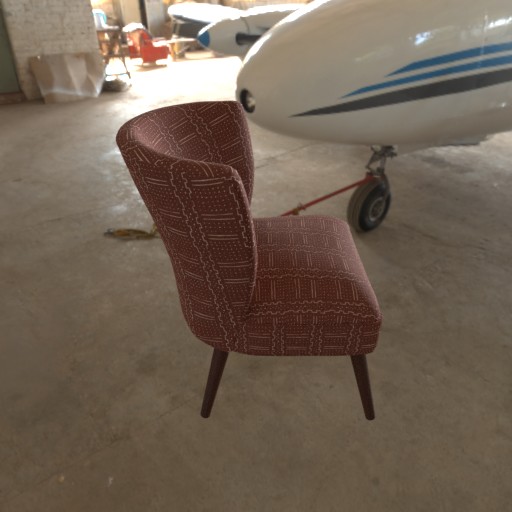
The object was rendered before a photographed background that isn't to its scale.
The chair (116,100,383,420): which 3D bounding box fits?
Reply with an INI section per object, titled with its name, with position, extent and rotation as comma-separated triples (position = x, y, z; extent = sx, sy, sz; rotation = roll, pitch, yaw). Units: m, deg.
[chair]
position = 0.000, 0.000, 1.449
extent = 0.758, 0.866, 0.706
rotation = 0, 32, -1
